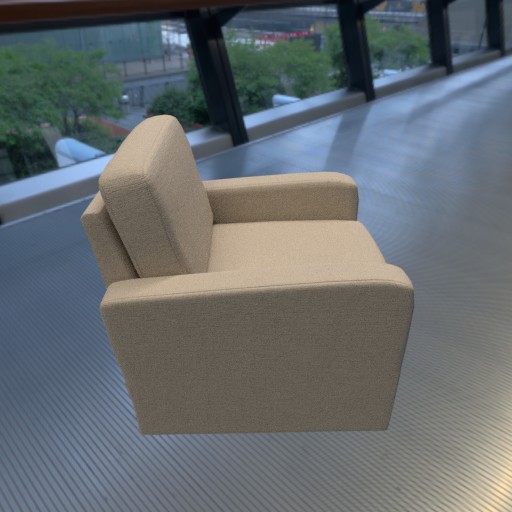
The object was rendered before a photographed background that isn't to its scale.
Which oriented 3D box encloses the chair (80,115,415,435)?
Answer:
[{"bbox_3d":[0.000,0.000,1.478,0.888,0.827,0.755,-1,32,-1],"label":"chair"}]
